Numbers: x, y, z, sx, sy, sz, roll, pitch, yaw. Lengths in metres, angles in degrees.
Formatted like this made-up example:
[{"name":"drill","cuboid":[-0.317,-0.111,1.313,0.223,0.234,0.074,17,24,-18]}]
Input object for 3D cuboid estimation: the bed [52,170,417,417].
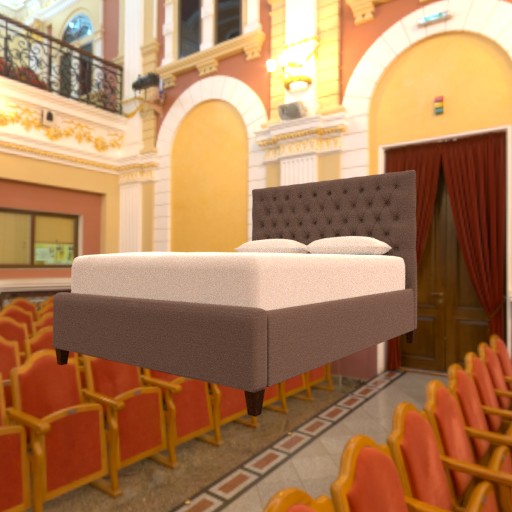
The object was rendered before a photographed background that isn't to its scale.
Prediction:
[{"name":"bed","cuboid":[0.000,0.000,3.288,1.696,1.426,2.233,0,-1,37]}]
